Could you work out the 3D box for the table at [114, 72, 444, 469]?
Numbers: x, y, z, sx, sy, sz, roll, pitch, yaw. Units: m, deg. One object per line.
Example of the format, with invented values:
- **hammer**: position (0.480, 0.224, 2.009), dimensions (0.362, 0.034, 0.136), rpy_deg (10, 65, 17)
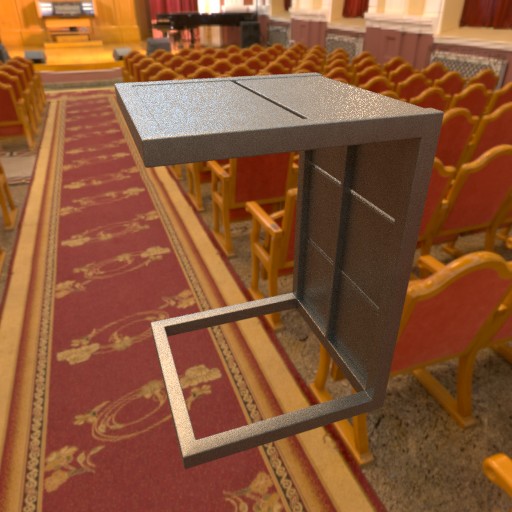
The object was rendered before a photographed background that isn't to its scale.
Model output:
- **table**: position (0.000, 0.000, 0.880), dimensions (0.420, 0.609, 0.405), rpy_deg (-10, 32, -17)
